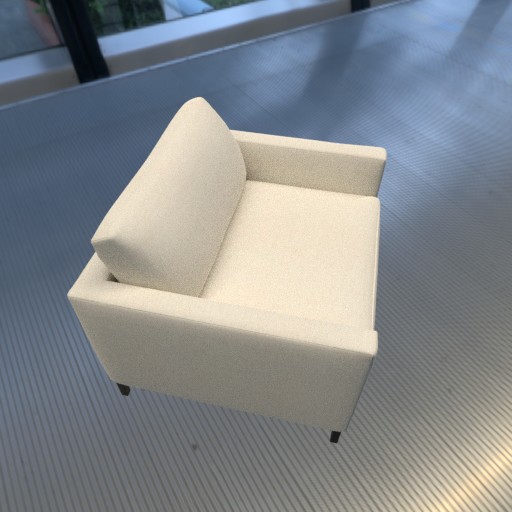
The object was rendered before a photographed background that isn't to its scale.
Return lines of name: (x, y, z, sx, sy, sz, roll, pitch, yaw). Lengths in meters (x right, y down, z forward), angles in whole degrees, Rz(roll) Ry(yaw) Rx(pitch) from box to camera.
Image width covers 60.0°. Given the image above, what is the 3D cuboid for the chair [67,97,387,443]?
chair: (0.000, 0.000, 1.620, 0.875, 0.806, 0.964, 9, 48, 9)
